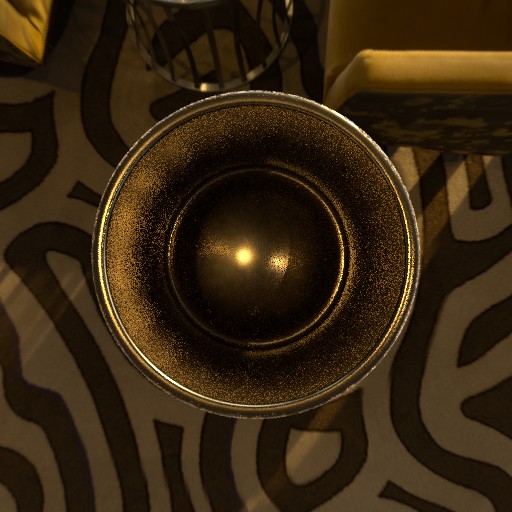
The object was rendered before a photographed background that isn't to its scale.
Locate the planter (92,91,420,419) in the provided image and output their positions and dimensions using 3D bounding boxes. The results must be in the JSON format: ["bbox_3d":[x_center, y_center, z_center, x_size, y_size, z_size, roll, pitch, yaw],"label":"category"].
[{"bbox_3d":[0.000,0.000,0.312,0.178,0.157,0.178,0,89,0],"label":"planter"}]
